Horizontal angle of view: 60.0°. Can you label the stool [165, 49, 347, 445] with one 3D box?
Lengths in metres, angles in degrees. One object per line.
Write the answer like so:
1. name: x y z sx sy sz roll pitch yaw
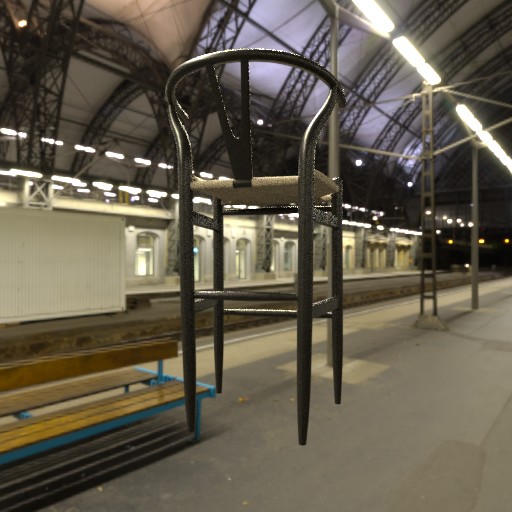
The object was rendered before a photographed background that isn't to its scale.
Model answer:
1. stool: 0.000 0.000 1.424 0.569 1.072 0.579 0 -1 16
